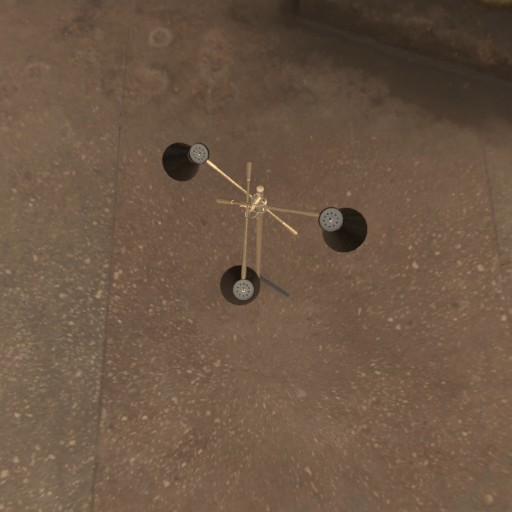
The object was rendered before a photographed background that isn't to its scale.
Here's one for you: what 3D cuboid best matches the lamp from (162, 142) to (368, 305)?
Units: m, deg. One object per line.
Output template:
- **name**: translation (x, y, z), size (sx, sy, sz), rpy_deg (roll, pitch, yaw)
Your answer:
- **lamp**: translation (0.000, 0.000, 2.205), size (0.750, 1.804, 0.653), rpy_deg (1, 76, 0)
